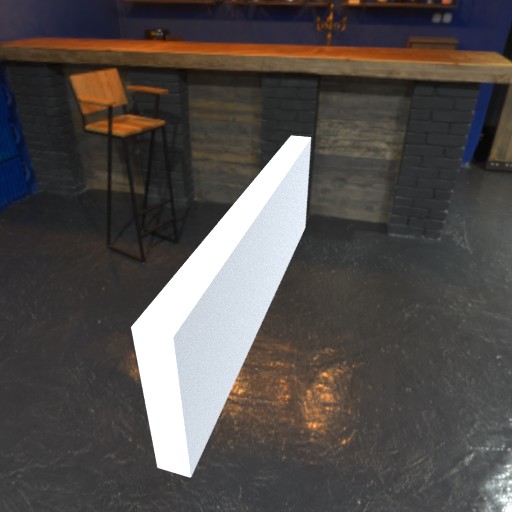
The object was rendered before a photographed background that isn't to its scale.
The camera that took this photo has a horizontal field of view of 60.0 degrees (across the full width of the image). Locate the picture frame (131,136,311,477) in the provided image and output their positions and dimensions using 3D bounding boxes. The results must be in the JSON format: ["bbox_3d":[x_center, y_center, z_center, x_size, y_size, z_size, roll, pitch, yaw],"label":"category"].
[{"bbox_3d":[0.000,0.000,0.848,0.050,0.250,0.759,9,32,15],"label":"picture frame"}]
